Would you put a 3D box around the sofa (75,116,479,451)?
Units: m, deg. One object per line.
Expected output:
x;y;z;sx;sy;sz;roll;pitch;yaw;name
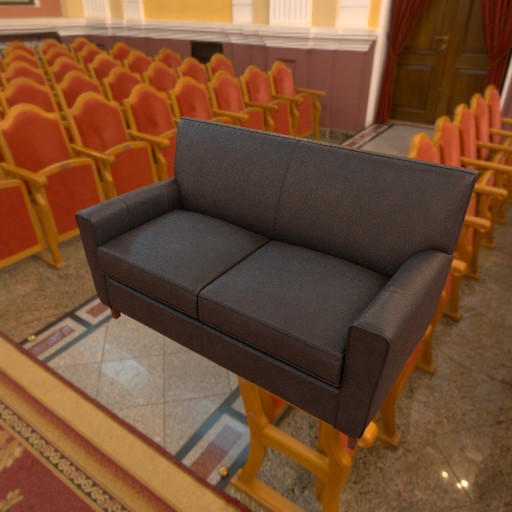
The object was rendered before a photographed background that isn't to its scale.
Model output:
0.000;0.000;1.945;1.473;0.871;0.787;20;36;30;sofa
